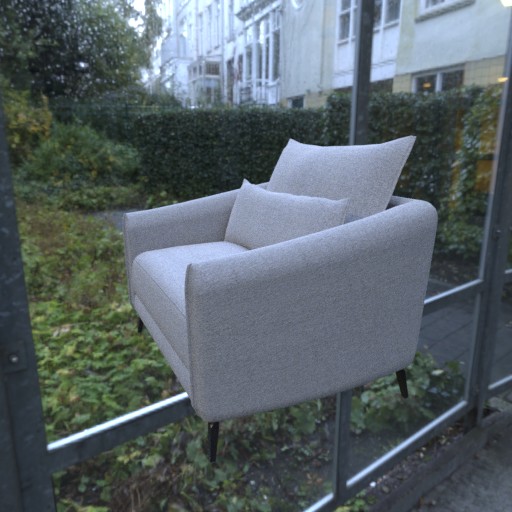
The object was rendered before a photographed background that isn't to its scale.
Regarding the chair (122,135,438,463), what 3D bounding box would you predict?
[{"bbox_3d":[0.000,0.000,1.638,0.801,0.856,1.029,-7,16,-25],"label":"chair"}]
